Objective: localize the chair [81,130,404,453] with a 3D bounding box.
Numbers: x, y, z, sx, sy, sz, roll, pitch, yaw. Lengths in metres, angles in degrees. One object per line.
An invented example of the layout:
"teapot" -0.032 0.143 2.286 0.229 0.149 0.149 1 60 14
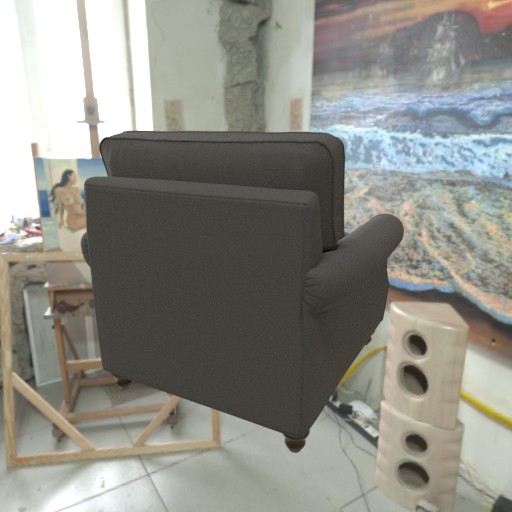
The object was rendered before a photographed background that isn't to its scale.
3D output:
"chair" 0.000 0.000 1.770 1.029 0.967 0.966 9 19 27
